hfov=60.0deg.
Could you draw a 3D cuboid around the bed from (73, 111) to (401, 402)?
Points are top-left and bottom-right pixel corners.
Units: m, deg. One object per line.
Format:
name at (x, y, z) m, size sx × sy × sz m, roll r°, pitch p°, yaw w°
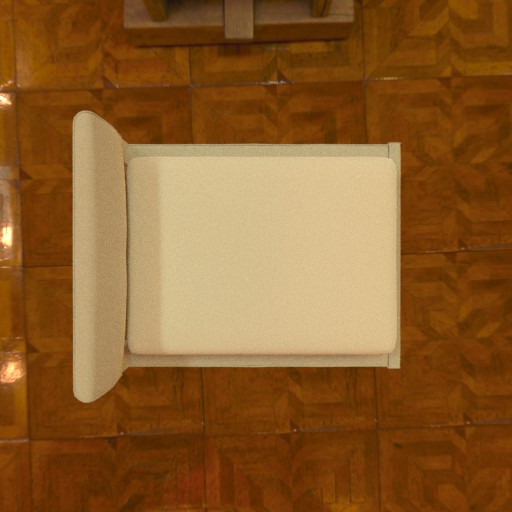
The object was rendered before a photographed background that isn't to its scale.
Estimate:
bed at (0.000, 0.000, 3.292) m, size 2.368 × 1.067 × 1.840 m, roll 0°, pitch 90°, yaw 0°
